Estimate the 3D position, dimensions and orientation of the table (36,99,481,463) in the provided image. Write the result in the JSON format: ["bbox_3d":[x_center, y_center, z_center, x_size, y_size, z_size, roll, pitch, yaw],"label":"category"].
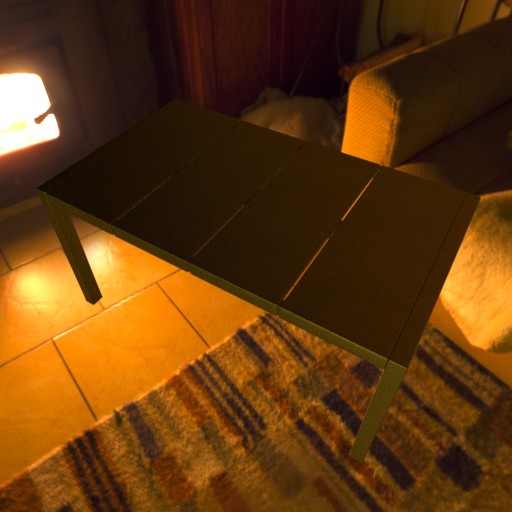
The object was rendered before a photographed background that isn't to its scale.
[{"bbox_3d":[0.000,0.000,1.271,0.965,0.460,0.559,24,51,21],"label":"table"}]
